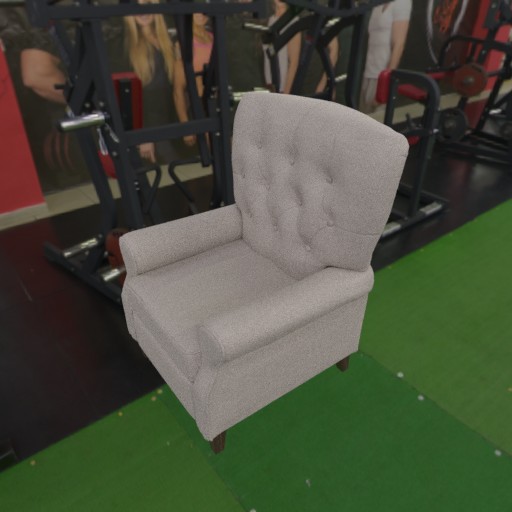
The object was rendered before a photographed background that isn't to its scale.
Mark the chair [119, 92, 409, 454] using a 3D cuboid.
[{"bbox_3d":[0.000,0.000,1.935,1.025,1.209,0.942,-21,38,-30],"label":"chair"}]
